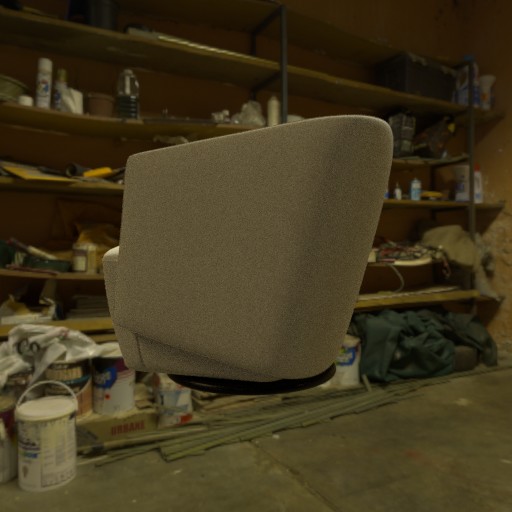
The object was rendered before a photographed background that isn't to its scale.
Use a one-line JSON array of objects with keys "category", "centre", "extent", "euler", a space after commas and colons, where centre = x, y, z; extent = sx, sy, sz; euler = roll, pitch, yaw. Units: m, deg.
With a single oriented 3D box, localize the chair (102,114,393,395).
[{"category": "chair", "centre": [0.000, 0.000, 1.672], "extent": [0.986, 0.861, 0.822], "euler": [0, 1, 18]}]
